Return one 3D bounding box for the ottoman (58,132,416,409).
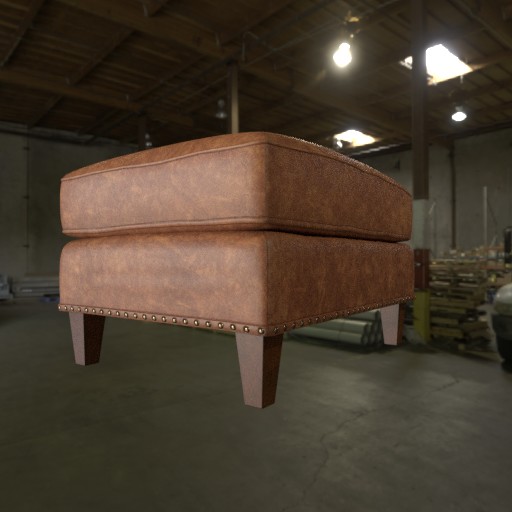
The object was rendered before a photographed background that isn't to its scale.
[{"bbox_3d":[0.000,0.000,1.116,0.586,0.486,0.742,0,-1,36],"label":"ottoman"}]
